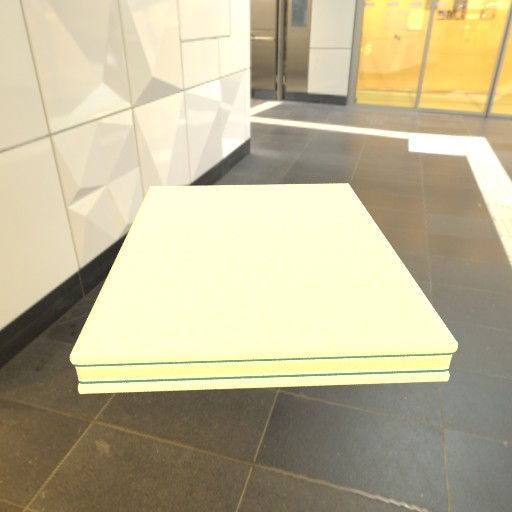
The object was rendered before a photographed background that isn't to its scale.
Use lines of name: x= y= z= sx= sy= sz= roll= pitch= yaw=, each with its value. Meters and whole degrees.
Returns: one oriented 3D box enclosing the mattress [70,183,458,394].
mattress: x=0.000 y=0.000 z=2.738 sx=1.600 sy=0.230 sz=2.000 roll=-1 pitch=29 yaw=-2
